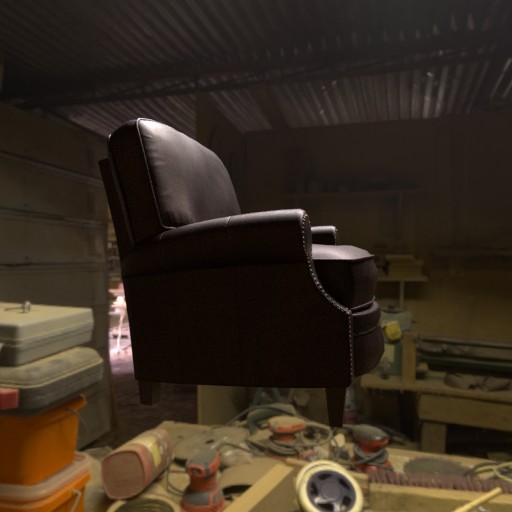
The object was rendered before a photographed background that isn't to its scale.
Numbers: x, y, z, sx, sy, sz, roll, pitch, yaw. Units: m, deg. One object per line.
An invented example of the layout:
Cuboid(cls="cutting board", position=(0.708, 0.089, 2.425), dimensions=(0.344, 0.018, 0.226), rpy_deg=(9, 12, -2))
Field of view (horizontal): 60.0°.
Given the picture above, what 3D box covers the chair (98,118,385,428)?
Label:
Cuboid(cls="chair", position=(0.000, 0.000, 1.768), dimensions=(0.986, 1.018, 0.936), rpy_deg=(0, 0, 17))
